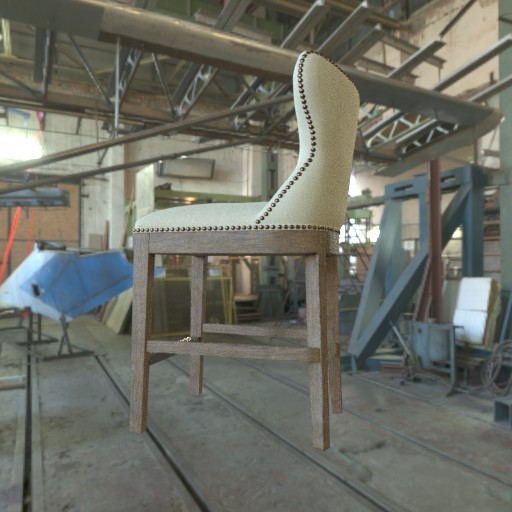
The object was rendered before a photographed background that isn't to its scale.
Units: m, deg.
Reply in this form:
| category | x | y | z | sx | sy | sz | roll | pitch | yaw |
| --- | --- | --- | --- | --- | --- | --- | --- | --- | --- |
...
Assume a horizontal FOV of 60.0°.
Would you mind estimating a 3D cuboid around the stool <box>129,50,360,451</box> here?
| category | x | y | z | sx | sy | sz | roll | pitch | yaw |
| --- | --- | --- | --- | --- | --- | --- | --- | --- | --- |
| stool | 0.000 | 0.000 | 1.330 | 0.608 | 0.981 | 0.498 | 0 | -1 | 18 |
